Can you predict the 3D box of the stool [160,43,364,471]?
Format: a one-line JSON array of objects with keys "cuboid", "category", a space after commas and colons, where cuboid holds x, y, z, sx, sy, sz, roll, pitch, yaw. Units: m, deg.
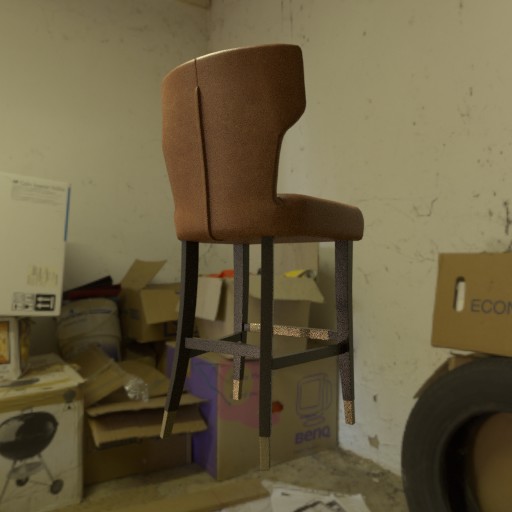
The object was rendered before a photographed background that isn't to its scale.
[{"cuboid": [0.000, 0.000, 1.414, 0.526, 1.092, 0.563, -1, -2, 35], "category": "stool"}]
